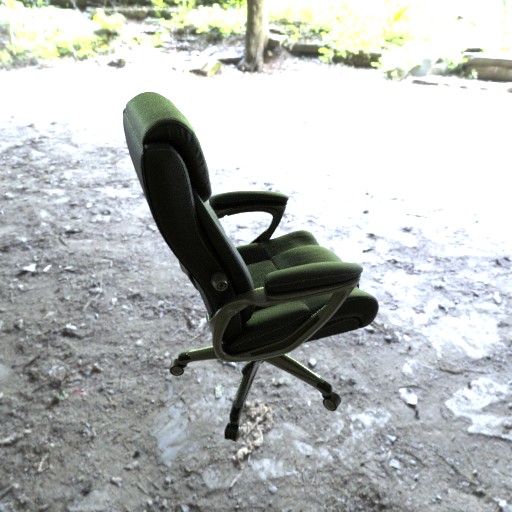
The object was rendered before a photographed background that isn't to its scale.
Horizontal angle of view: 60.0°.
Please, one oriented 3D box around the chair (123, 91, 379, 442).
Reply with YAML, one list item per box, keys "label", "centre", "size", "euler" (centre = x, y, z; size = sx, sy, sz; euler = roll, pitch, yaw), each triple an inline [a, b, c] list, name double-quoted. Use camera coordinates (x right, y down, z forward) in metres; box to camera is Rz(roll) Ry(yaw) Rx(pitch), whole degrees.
- label: "chair"
  centre: [0.000, 0.000, 1.655]
  size: [0.784, 1.167, 0.741]
  euler: [-11, 33, -17]
